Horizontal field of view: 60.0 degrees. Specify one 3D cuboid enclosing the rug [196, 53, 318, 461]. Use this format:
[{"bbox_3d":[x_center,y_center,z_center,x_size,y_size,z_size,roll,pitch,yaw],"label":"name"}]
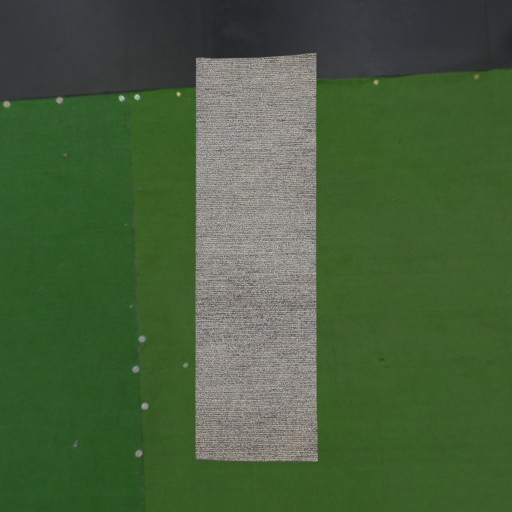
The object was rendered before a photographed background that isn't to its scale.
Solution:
[{"bbox_3d":[0.000,0.000,2.542,0.697,0.013,2.335,0,89,2],"label":"rug"}]
